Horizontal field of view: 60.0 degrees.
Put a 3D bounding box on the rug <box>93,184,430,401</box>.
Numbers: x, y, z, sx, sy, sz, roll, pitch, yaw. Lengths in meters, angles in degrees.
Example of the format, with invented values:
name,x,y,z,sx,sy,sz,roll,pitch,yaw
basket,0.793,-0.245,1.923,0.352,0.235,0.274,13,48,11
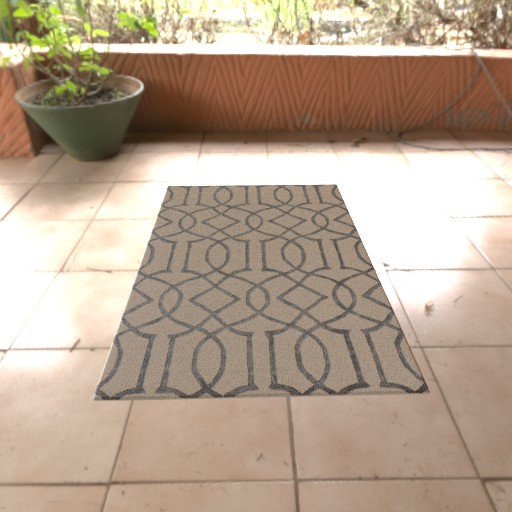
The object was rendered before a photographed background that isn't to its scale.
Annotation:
name,x,y,z,sx,sy,sz,roll,pitch,yaw
rug,0.000,0.000,2.988,1.521,0.017,2.365,-1,32,-1
